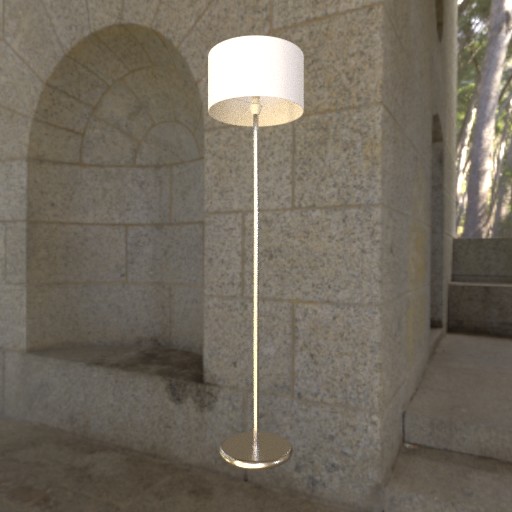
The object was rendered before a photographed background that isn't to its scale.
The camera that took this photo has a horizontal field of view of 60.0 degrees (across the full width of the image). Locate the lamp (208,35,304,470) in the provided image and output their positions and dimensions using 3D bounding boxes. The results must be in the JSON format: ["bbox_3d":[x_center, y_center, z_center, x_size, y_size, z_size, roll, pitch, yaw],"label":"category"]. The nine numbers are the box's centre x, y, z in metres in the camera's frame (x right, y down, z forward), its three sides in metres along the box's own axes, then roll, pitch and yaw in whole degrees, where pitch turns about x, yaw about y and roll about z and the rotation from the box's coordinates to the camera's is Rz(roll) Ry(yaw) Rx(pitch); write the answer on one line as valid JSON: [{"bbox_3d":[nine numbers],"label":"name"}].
[{"bbox_3d":[0.000,0.000,1.624,0.347,1.443,0.347,0,0,-1],"label":"lamp"}]
